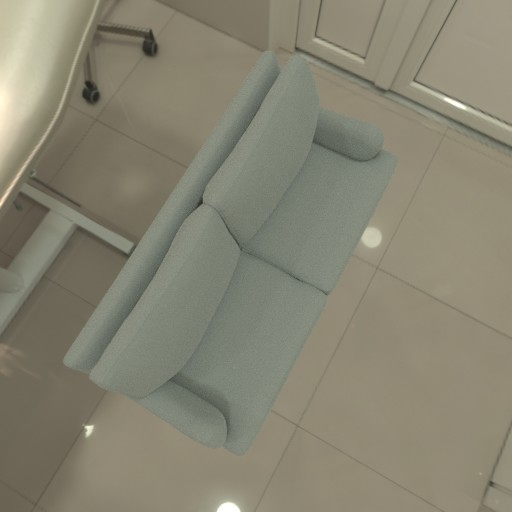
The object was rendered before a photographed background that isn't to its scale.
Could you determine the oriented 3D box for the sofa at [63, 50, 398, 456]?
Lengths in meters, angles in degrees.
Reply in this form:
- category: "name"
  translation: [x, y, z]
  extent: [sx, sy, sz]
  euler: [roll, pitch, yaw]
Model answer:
- category: "sofa"
  translation: [0.000, 0.000, 2.800]
  extent: [1.069, 1.096, 2.193]
  euler: [28, 77, 7]
